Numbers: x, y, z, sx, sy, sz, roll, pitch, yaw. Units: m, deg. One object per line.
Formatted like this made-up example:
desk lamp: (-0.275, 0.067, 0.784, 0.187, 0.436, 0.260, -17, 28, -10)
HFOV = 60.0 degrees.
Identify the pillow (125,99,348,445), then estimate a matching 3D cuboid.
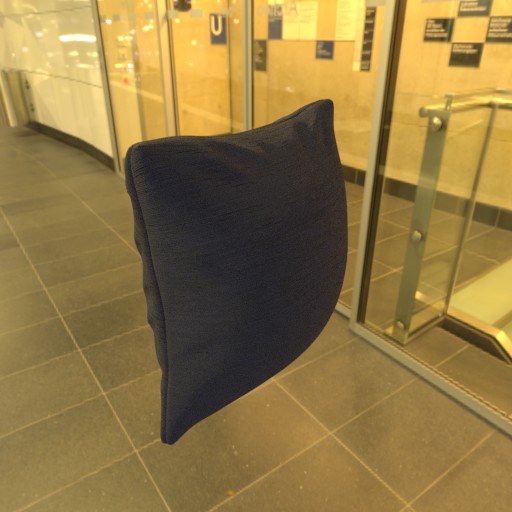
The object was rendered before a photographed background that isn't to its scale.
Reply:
pillow: (0.000, 0.000, 0.673, 0.246, 0.414, 0.432, 17, 31, 31)
